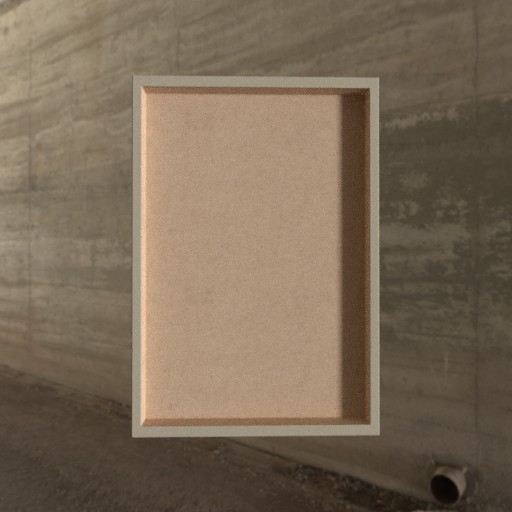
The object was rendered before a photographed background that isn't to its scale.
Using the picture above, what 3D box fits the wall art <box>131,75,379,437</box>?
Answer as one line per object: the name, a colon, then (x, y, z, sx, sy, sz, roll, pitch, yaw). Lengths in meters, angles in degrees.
wall art: (0.000, 0.000, 0.768, 0.418, 0.608, 0.038, 0, 0, -1)
